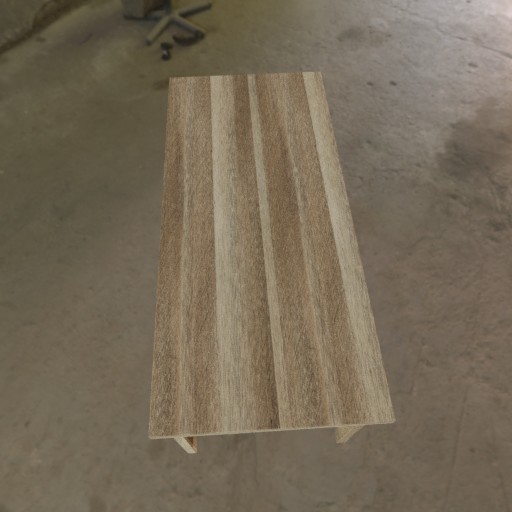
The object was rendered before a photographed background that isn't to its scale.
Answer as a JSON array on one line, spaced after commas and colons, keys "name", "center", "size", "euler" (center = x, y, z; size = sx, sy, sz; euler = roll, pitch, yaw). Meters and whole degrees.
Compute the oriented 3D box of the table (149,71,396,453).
[{"name": "table", "center": [0.000, 0.000, 1.367], "size": [0.493, 0.480, 1.095], "euler": [-3, 59, -2]}]
